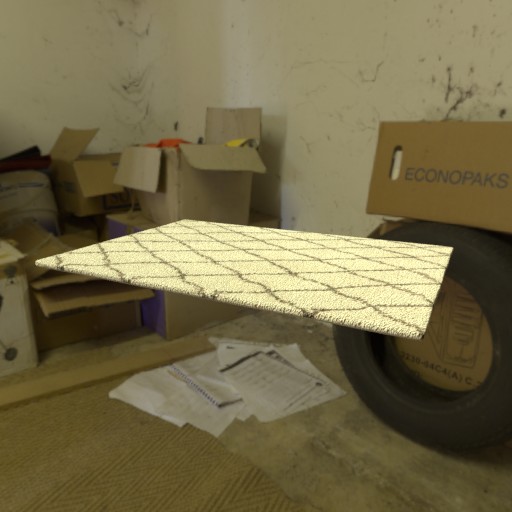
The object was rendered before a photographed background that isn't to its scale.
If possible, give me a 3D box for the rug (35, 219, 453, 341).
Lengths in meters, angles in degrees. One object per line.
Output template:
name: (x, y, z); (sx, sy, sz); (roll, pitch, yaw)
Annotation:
rug: (0.000, 0.000, 2.264); (1.778, 0.030, 1.219); (8, 17, 26)
